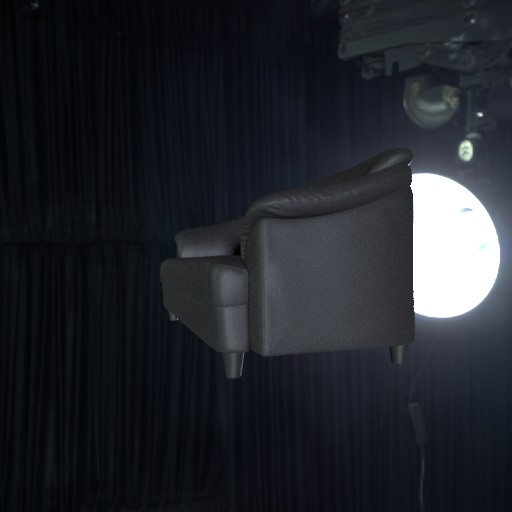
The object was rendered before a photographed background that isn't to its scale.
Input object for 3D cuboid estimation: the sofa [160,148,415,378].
[{"bbox_3d":[0.000,0.000,2.247,0.800,0.811,1.829,0,-1,-18],"label":"sofa"}]
